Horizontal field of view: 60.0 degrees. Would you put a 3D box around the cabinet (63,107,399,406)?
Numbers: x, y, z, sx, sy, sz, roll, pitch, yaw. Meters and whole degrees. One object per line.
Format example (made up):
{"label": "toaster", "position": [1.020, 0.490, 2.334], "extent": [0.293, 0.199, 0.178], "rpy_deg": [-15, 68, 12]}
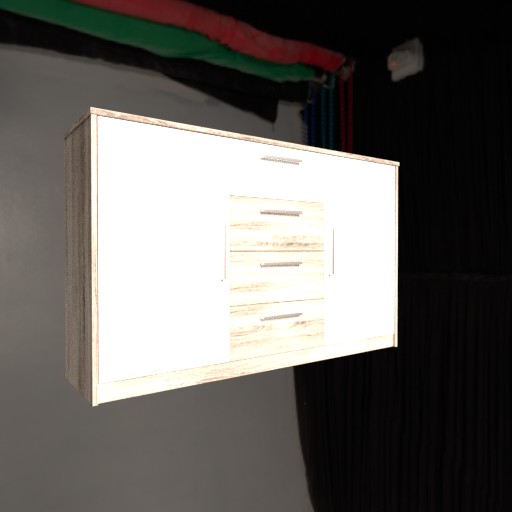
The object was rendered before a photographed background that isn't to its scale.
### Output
{"label": "cabinet", "position": [0.000, 0.000, 1.884], "extent": [1.450, 0.900, 0.380], "rpy_deg": [-1, 1, -35]}
